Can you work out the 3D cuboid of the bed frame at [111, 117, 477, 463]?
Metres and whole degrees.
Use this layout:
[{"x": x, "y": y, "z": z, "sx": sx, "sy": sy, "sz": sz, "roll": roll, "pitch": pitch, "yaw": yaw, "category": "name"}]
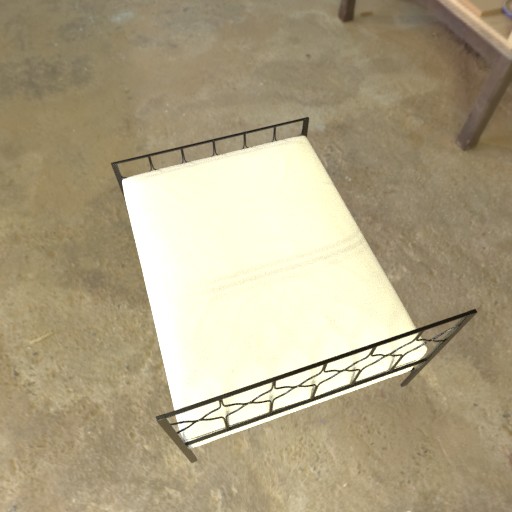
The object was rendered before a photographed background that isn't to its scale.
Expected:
[{"x": 0.000, "y": 0.000, "z": 3.075, "sx": 1.597, "sy": 1.222, "sz": 2.063, "roll": -16, "pitch": 59, "yaw": -10, "category": "bed frame"}]
